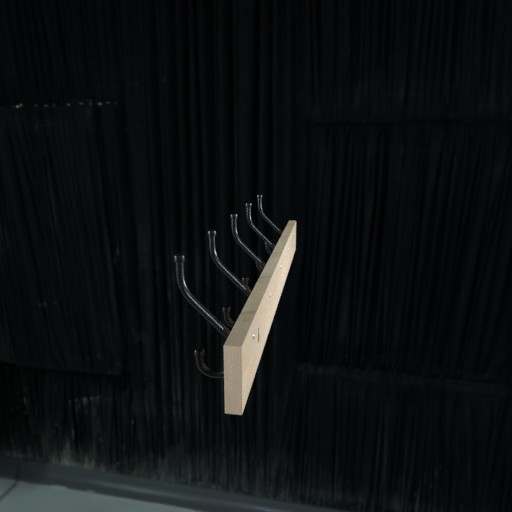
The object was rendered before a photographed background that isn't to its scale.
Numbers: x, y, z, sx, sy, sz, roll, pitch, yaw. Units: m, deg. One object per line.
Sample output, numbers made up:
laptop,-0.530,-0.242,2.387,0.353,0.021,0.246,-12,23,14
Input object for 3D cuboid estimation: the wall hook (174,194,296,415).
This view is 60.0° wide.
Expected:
wall hook,0.000,0.000,0.618,0.071,0.117,0.571,2,15,9
